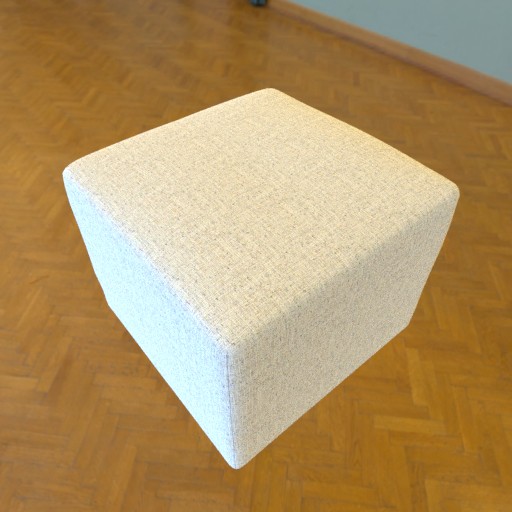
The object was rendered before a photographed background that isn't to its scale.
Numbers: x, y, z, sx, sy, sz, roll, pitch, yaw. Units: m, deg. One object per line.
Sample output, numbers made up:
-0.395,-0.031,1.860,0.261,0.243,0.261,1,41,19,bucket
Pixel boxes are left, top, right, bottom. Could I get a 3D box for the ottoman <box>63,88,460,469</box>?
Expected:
0.000,0.000,0.906,0.521,0.453,0.512,-31,53,-27,ottoman
